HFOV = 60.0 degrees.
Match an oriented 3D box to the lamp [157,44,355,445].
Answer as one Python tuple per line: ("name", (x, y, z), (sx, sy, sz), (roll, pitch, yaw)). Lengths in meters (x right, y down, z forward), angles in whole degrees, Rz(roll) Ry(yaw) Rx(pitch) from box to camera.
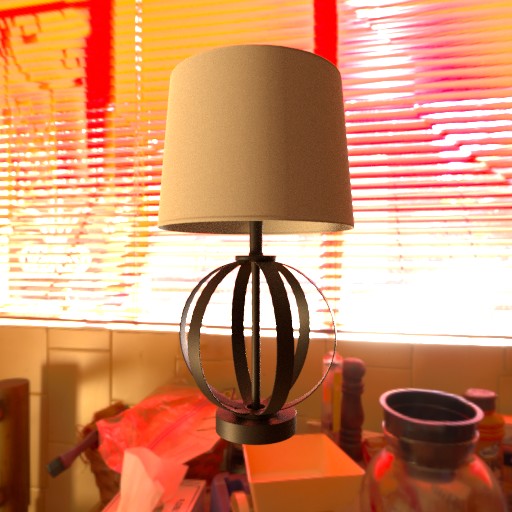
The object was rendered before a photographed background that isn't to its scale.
("lamp", (0.000, 0.000, 0.659), (0.286, 0.510, 0.286), (0, -1, 0))
